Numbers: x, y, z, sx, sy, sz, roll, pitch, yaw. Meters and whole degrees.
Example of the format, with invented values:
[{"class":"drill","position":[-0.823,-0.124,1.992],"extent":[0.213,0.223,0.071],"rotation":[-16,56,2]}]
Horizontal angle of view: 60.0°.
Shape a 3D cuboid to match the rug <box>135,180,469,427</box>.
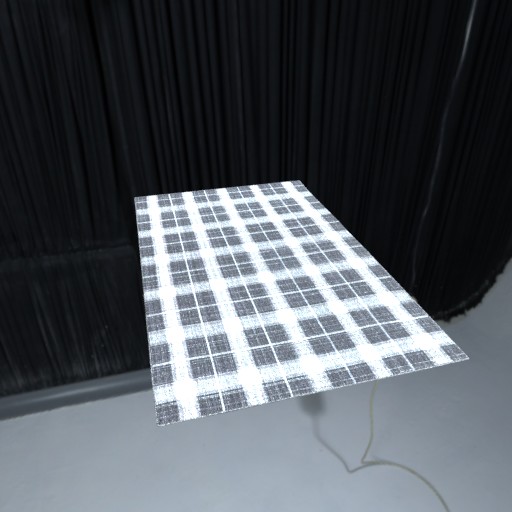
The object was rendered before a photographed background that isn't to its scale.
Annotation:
[{"class":"rug","position":[0.000,0.000,3.007],"extent":[1.520,0.015,2.434],"rotation":[-8,32,-13]}]
